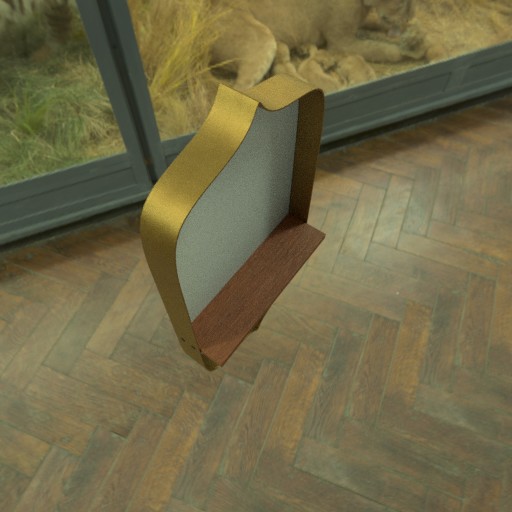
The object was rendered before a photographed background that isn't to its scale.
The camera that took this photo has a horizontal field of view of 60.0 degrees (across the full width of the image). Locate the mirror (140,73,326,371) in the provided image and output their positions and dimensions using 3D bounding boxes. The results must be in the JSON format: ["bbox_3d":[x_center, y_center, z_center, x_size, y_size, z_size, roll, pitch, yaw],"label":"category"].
[{"bbox_3d":[0.000,0.000,0.720,0.096,0.613,0.323,32,64,18],"label":"mirror"}]
